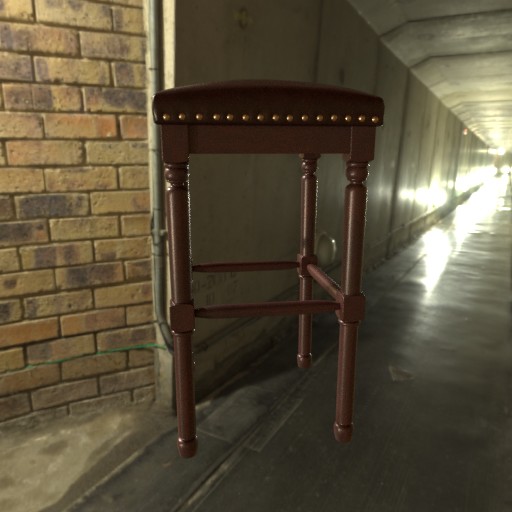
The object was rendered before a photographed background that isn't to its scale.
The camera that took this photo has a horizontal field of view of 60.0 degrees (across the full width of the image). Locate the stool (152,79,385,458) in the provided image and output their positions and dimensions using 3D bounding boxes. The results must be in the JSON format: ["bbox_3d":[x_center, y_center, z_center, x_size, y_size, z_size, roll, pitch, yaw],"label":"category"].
[{"bbox_3d":[0.000,0.000,0.955,0.383,0.702,0.382,-2,14,-8],"label":"stool"}]
